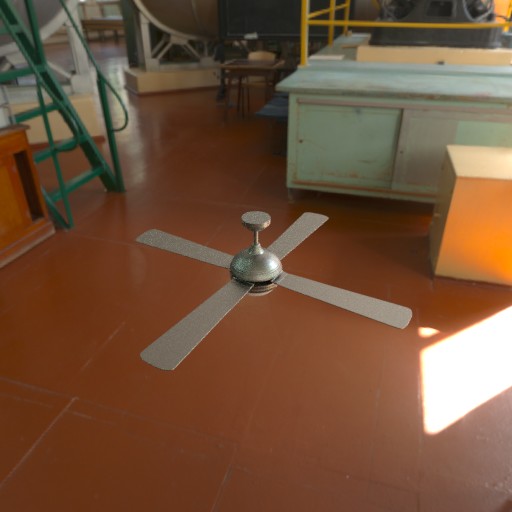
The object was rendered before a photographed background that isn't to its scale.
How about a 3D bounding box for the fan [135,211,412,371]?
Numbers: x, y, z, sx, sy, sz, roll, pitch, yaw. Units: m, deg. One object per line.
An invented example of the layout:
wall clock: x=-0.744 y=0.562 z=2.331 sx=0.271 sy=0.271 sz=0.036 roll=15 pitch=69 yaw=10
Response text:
fan: x=0.000 y=0.000 z=1.975 sx=1.321 sy=0.381 sz=1.321 roll=-22 pitch=37 yaw=-32
